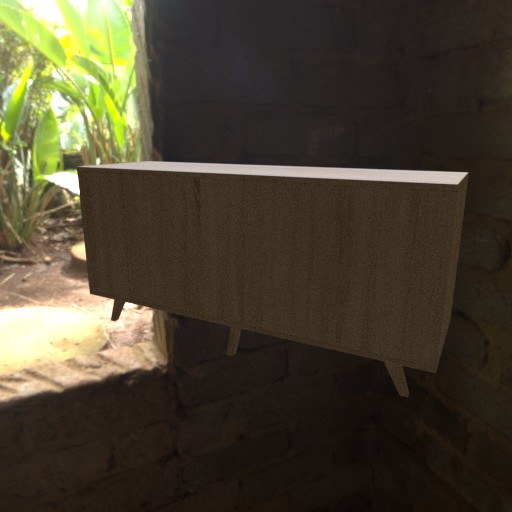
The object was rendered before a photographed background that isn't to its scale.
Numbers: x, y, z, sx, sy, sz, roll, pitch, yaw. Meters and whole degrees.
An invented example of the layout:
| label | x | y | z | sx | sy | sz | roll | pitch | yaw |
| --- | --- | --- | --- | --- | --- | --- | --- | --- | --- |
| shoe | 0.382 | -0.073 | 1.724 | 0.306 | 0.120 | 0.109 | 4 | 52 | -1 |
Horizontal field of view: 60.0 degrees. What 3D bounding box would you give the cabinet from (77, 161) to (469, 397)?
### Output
| label | x | y | z | sx | sy | sz | roll | pitch | yaw |
| --- | --- | --- | --- | --- | --- | --- | --- | --- | --- |
| cabinet | 0.000 | 0.000 | 2.026 | 1.650 | 0.780 | 0.500 | 8 | 17 | 27 |
